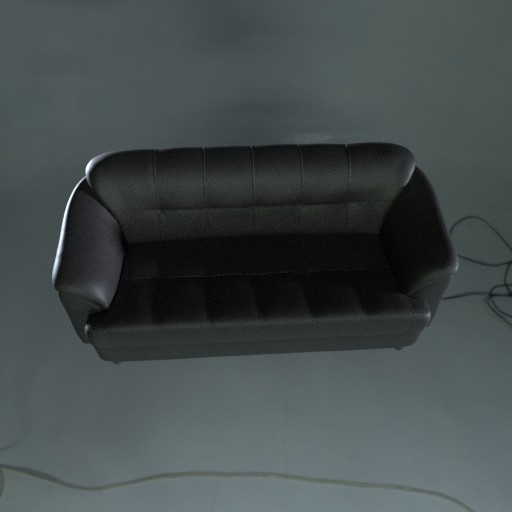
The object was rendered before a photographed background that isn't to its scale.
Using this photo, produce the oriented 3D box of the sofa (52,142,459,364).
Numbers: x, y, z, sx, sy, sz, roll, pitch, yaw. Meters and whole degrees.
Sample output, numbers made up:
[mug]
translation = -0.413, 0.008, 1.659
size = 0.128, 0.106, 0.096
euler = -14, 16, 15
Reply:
[sofa]
translation = 0.000, 0.000, 2.236
size = 1.829, 0.811, 0.800
euler = -2, 47, -2
